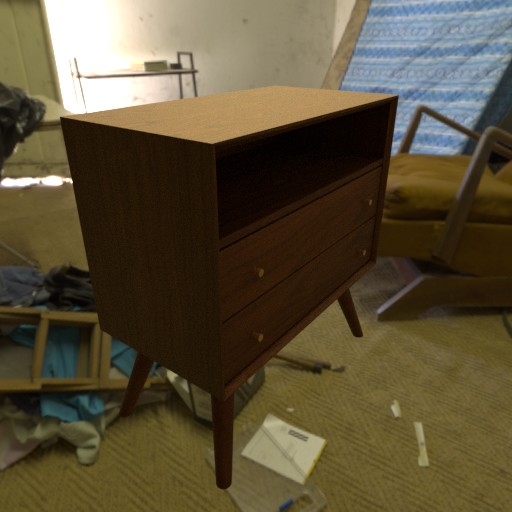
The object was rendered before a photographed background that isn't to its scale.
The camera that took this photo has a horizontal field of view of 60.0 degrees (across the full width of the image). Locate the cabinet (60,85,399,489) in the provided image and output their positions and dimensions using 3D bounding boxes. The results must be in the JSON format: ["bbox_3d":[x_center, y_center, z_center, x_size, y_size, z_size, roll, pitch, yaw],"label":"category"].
[{"bbox_3d":[0.000,0.000,1.145,0.388,0.748,0.712,19,32,33],"label":"cabinet"}]
